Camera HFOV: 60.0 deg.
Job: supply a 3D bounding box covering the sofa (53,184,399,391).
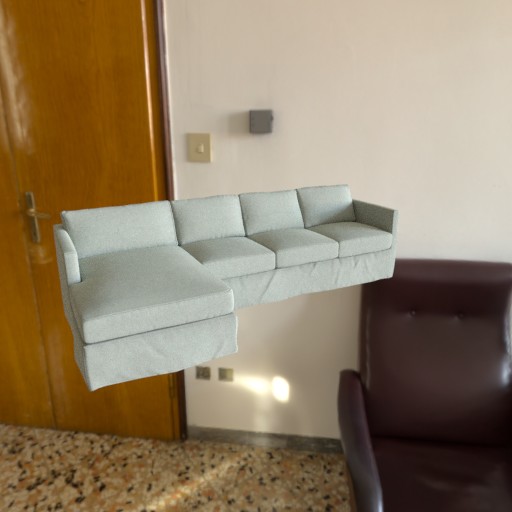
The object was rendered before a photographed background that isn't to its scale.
[{"bbox_3d":[0.000,0.000,3.946,3.205,0.922,1.650,-9,20,-26],"label":"sofa"}]
